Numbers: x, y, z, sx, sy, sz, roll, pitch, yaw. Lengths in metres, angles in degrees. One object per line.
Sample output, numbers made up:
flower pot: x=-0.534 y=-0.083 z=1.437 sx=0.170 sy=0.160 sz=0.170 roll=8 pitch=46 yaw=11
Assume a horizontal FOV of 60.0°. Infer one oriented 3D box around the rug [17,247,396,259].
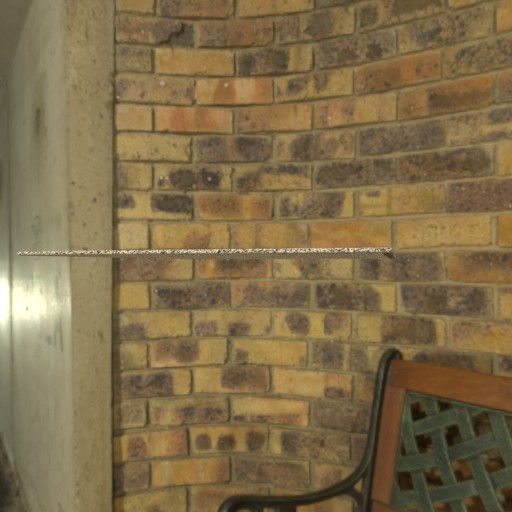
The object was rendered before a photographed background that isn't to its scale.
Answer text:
rug: x=0.000 y=0.000 z=4.065 sx=2.438 sy=0.029 sz=3.047 roll=0 pitch=-1 yaw=18
